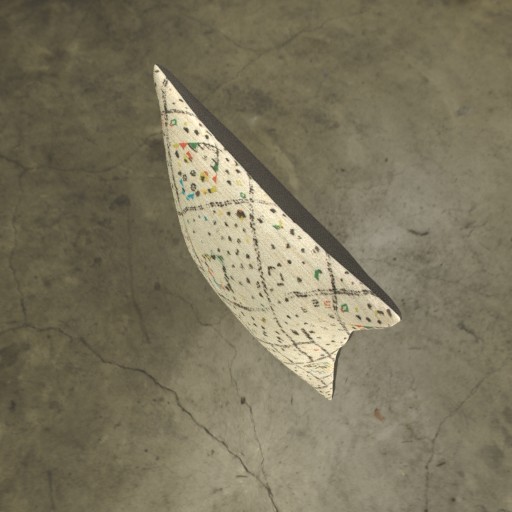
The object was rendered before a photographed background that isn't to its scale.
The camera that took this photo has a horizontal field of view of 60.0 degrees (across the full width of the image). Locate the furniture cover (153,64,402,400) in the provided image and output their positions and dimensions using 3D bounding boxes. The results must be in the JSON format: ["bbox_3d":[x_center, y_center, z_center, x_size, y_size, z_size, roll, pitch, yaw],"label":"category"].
[{"bbox_3d":[0.000,0.000,0.799,0.180,0.498,0.525,-34,68,-16],"label":"furniture cover"}]
